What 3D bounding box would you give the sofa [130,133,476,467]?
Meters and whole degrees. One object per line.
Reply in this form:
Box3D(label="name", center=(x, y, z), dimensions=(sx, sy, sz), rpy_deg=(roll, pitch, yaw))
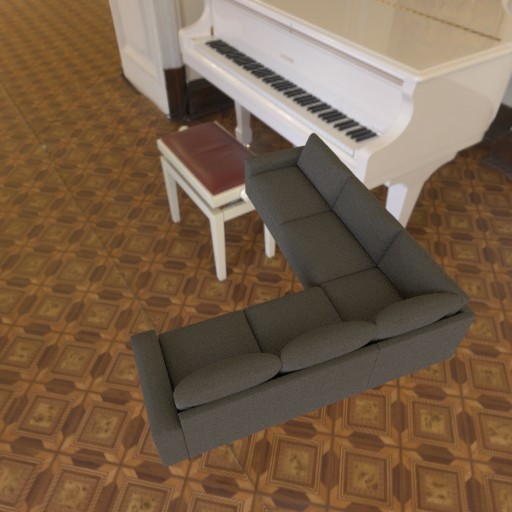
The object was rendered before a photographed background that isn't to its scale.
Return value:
Box3D(label="sofa", center=(0.000, 0.000, 4.796), dimensions=(2.895, 0.965, 3.277), rpy_deg=(-15, 47, -15))
